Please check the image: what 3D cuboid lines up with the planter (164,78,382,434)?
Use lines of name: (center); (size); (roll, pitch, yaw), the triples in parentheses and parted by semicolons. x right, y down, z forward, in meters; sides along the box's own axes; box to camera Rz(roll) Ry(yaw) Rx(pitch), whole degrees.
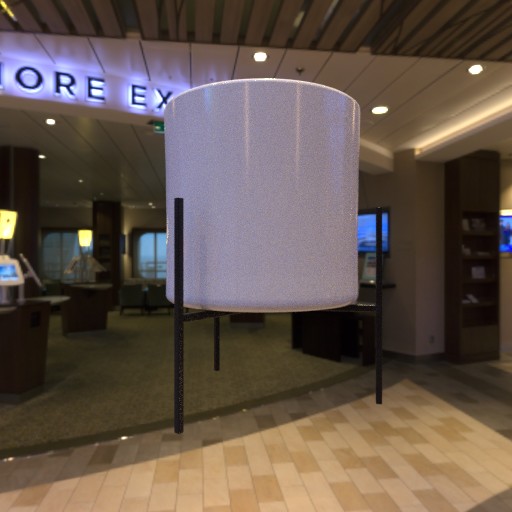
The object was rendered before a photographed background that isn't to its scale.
planter: (0.000, 0.000, 0.743); (0.360, 0.480, 0.361); (0, 0, 36)
